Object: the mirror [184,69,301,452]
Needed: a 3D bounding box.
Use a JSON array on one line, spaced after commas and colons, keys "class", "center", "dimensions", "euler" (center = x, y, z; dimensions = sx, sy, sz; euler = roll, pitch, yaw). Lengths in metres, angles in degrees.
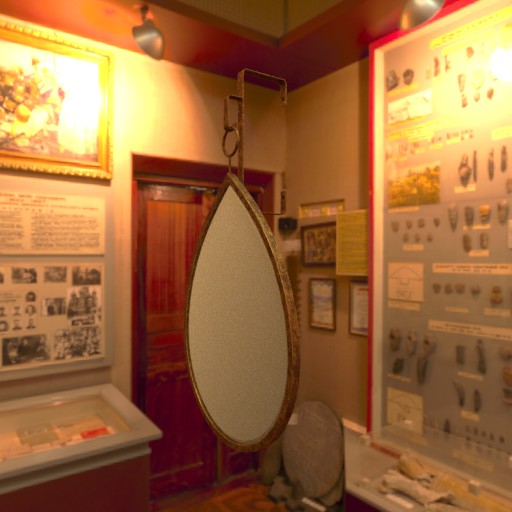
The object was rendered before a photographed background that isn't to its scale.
[{"class": "mirror", "center": [0.000, 0.000, 0.906], "dimensions": [0.144, 0.744, 0.405], "euler": [0, 0, -34]}]
